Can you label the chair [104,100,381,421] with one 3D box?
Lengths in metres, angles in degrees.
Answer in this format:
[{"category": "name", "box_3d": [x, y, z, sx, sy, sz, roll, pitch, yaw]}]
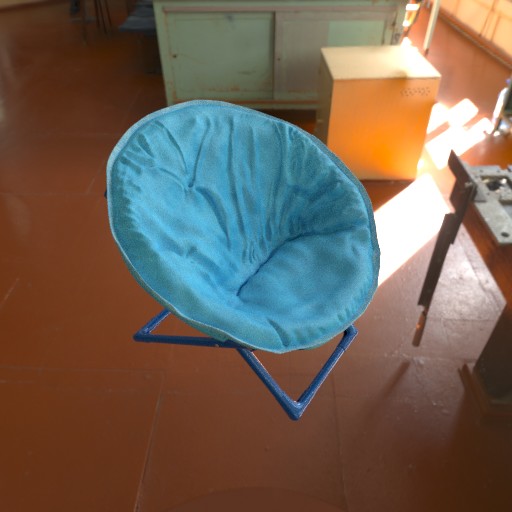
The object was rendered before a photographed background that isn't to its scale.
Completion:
[{"category": "chair", "box_3d": [0.000, 0.000, 0.872, 0.465, 0.478, 0.520, 25, 47, 26]}]
